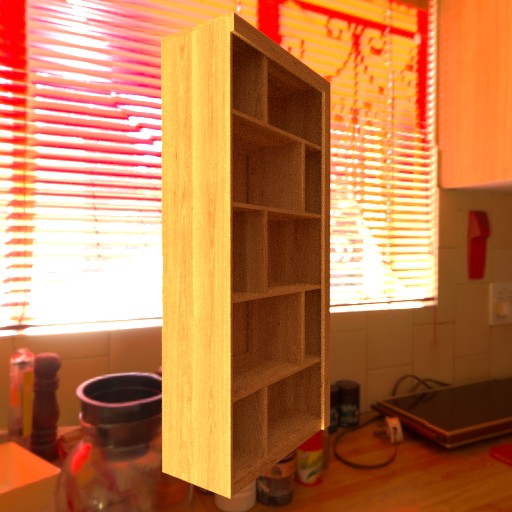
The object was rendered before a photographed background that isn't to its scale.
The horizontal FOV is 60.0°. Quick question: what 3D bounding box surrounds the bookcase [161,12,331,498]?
[{"bbox_3d":[0.000,0.000,2.342,0.420,2.020,0.950,1,1,34],"label":"bookcase"}]
